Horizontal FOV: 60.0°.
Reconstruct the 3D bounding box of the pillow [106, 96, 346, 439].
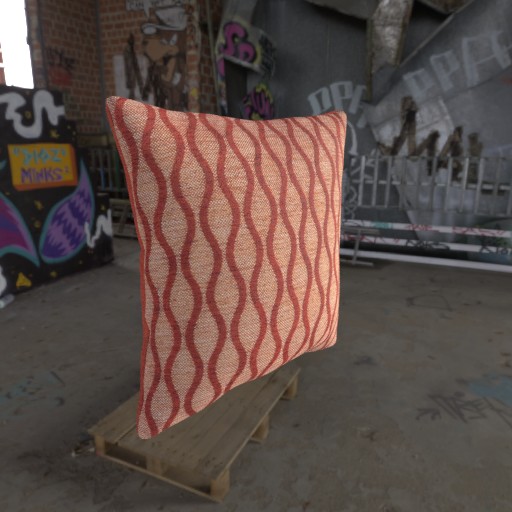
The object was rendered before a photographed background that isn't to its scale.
[{"bbox_3d":[0.000,0.000,0.665,0.429,0.434,0.159,-14,20,-43],"label":"pillow"}]
